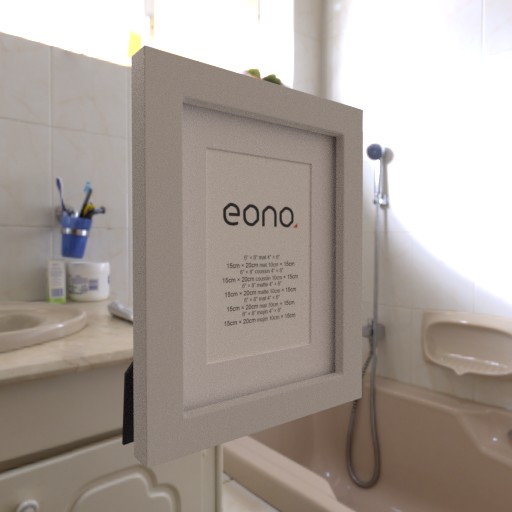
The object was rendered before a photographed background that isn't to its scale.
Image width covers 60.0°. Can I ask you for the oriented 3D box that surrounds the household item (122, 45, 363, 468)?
[{"bbox_3d":[0.000,0.000,0.340,0.200,0.250,0.045,-1,2,-38],"label":"household item"}]
